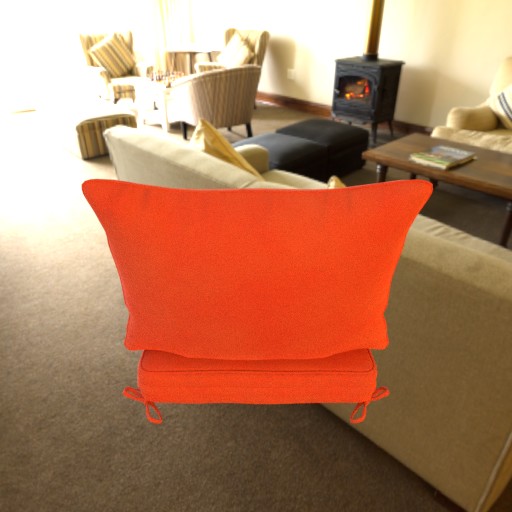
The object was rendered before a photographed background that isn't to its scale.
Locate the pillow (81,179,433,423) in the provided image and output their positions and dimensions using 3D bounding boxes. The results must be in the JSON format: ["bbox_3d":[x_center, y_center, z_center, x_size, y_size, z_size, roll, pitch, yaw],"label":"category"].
[{"bbox_3d":[0.000,0.000,1.380,0.798,0.725,0.733,0,31,0],"label":"pillow"}]
